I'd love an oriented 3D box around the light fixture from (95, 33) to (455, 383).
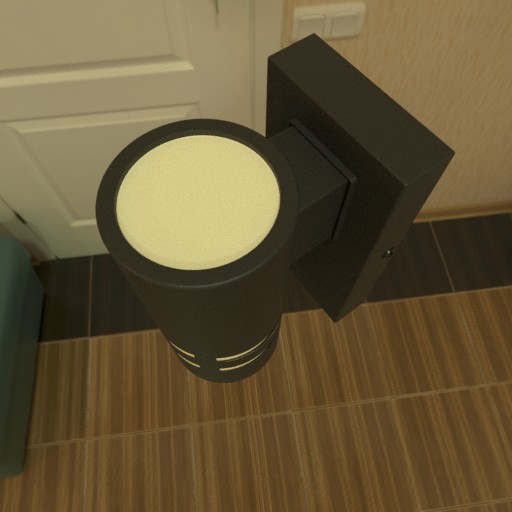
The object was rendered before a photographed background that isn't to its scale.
[{"bbox_3d":[0.000,0.000,0.262,0.138,0.179,0.098,-33,68,-15],"label":"light fixture"}]
